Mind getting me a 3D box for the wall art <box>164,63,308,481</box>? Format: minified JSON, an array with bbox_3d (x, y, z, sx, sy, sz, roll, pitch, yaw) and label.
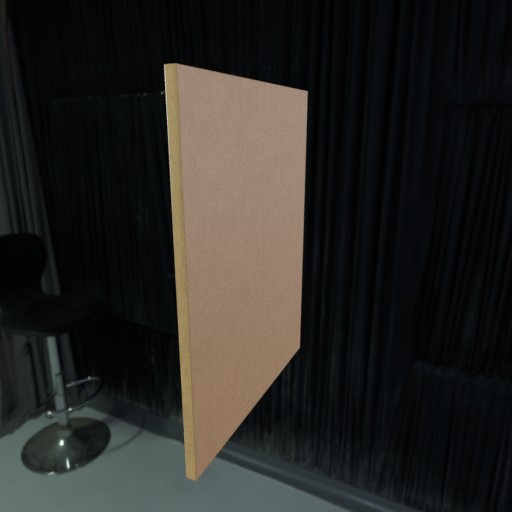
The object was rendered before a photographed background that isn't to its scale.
[{"bbox_3d":[0.000,0.000,1.362,0.030,1.002,0.798,7,18,24],"label":"wall art"}]
